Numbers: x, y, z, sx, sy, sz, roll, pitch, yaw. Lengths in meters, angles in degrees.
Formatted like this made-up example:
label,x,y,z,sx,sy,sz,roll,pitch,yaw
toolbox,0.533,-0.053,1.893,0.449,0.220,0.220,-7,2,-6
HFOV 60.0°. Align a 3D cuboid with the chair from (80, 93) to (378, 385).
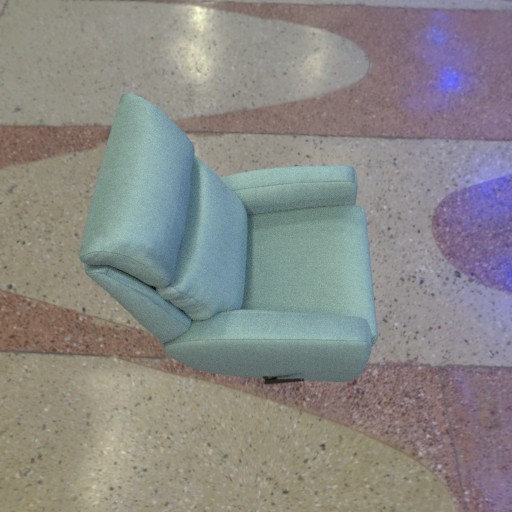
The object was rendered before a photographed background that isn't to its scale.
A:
label,x,y,z,sx,sy,sz,roll,pitch,yaw
chair,0.000,0.000,1.669,0.940,1.013,0.812,2,61,1
